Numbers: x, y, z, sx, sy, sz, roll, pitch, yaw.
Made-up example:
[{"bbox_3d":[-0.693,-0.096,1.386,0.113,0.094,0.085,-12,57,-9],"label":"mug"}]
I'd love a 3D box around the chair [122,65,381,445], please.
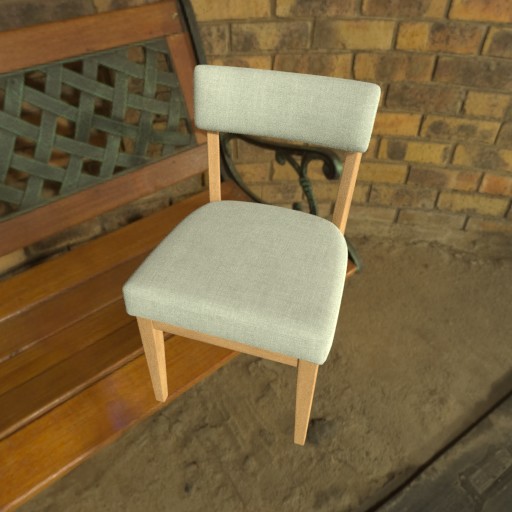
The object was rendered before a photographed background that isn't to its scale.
[{"bbox_3d":[0.000,0.000,1.214,0.508,0.832,0.572,12,42,14],"label":"chair"}]
